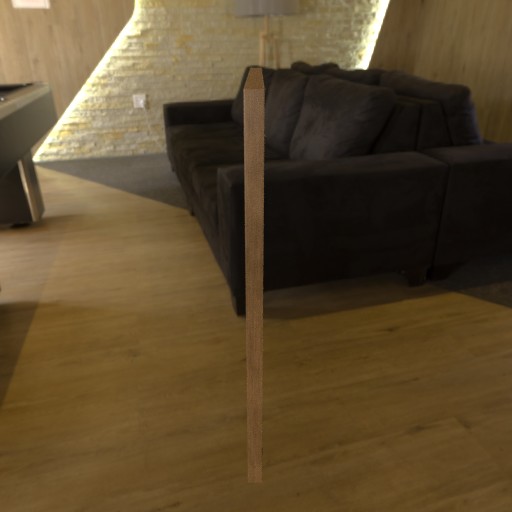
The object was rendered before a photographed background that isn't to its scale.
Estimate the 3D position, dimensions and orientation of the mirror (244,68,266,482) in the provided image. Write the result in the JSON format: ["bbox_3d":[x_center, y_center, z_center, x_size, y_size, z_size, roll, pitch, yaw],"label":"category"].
[{"bbox_3d":[0.000,0.000,1.342,0.041,1.016,0.762,0,26,0],"label":"mirror"}]
